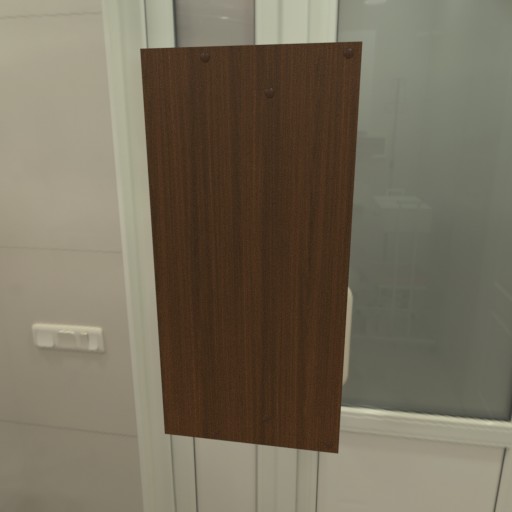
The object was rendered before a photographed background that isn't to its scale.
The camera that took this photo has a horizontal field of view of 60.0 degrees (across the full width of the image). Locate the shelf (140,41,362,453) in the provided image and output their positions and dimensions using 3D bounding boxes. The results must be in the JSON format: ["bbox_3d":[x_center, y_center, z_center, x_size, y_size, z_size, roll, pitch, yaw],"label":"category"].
[{"bbox_3d":[0.000,0.000,0.716,0.290,0.600,0.147,3,16,9],"label":"shelf"}]
